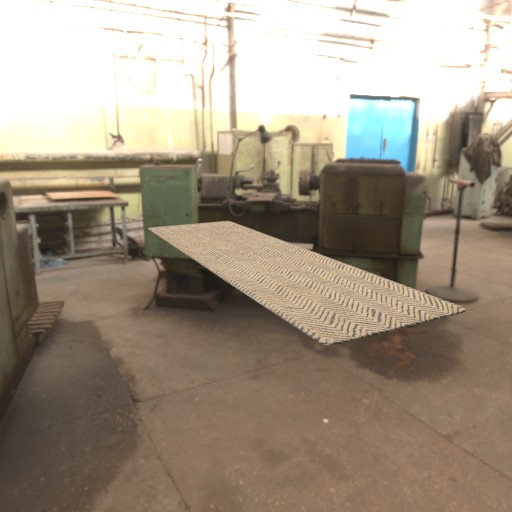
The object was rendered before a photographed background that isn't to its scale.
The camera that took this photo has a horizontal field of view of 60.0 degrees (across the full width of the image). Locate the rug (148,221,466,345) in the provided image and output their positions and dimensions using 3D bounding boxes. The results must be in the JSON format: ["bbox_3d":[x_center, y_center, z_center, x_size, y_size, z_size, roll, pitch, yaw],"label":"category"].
[{"bbox_3d":[0.000,0.000,2.556,0.686,0.008,2.286,-7,16,-27],"label":"rug"}]
